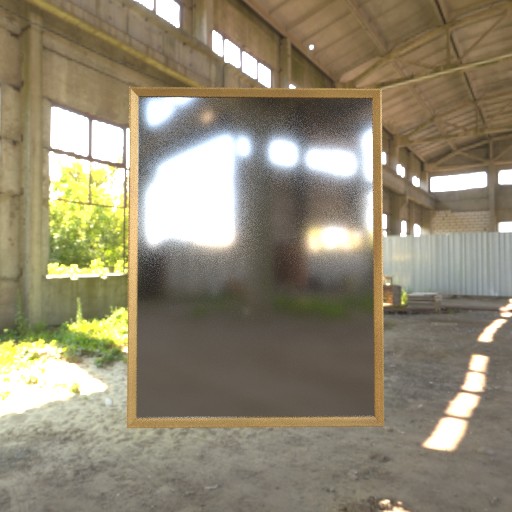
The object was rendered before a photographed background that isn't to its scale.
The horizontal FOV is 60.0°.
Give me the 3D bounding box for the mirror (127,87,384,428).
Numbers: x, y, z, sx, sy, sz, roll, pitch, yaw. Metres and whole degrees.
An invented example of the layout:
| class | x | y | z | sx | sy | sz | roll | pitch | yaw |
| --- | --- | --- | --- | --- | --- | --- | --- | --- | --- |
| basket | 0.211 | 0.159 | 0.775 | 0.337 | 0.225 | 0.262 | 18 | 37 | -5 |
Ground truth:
| class | x | y | z | sx | sy | sz | roll | pitch | yaw |
| --- | --- | --- | --- | --- | --- | --- | --- | --- | --- |
| mirror | 0.000 | 0.000 | 1.345 | 0.762 | 1.016 | 0.041 | 0 | -2 | -1 |
